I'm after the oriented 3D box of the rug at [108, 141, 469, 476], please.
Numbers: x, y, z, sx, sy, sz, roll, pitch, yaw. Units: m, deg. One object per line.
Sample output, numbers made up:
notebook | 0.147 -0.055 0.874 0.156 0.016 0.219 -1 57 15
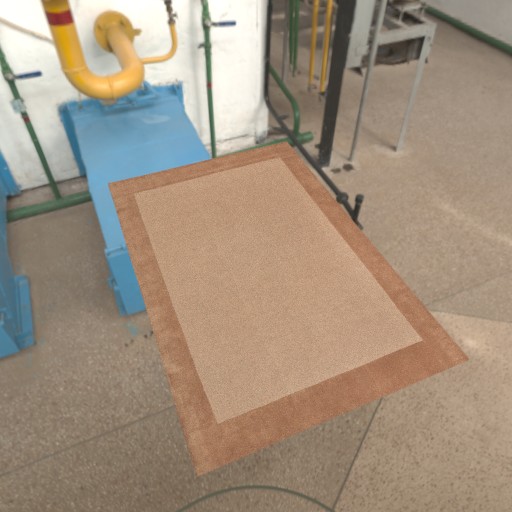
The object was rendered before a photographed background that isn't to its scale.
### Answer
rug | 0.000 0.000 2.316 1.219 0.014 1.829 -17 49 -15
